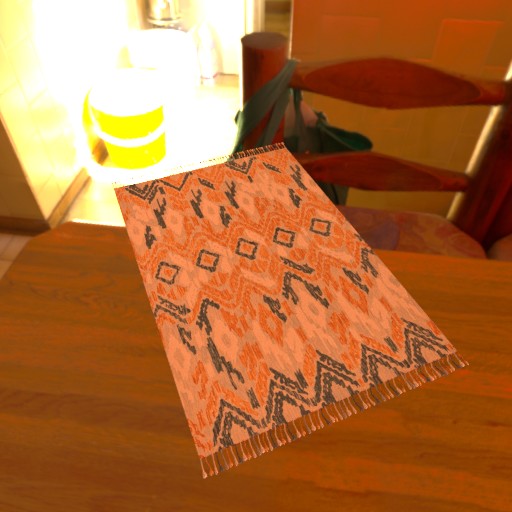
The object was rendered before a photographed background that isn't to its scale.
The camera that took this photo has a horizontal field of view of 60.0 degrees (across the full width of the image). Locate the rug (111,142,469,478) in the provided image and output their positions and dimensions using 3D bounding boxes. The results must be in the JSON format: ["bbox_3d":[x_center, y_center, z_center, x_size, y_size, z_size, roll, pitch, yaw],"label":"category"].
[{"bbox_3d":[0.000,0.000,2.999,1.533,0.010,2.428,-17,48,-15],"label":"rug"}]
